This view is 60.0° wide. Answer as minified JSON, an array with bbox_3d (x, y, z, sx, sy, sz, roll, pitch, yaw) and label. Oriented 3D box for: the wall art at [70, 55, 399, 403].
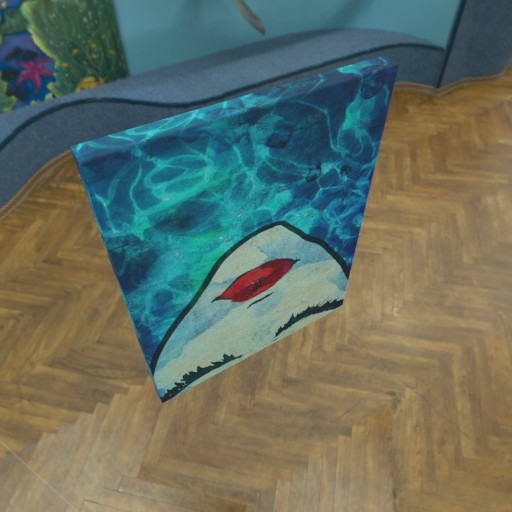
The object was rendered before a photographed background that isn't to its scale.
[{"bbox_3d":[0.000,0.000,0.849,0.508,0.635,0.038,-24,51,-21],"label":"wall art"}]
